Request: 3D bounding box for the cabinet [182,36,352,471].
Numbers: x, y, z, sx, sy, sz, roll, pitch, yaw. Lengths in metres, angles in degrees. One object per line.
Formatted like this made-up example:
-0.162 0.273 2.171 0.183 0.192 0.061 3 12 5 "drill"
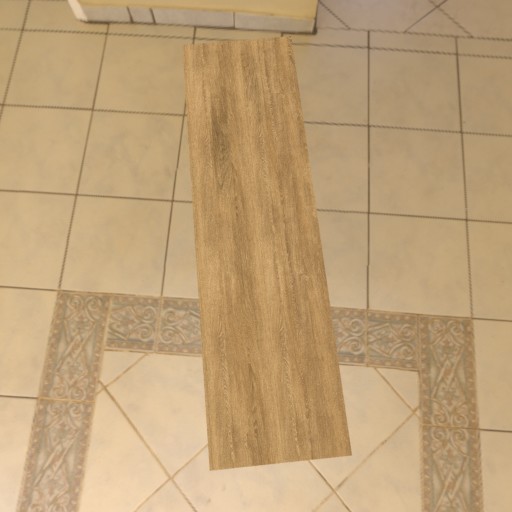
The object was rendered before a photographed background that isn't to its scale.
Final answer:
0.000 0.000 2.023 0.450 0.870 1.600 -5 74 -2 "cabinet"
